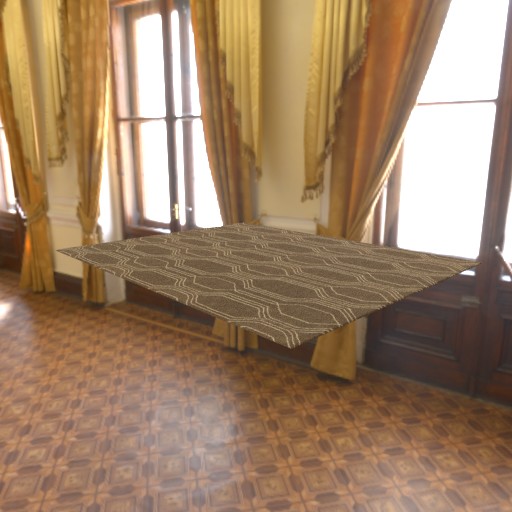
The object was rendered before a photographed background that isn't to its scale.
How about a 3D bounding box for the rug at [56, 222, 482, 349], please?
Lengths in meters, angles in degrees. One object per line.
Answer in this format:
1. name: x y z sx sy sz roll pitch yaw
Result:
1. rug: 0.000 0.000 4.056 2.457 0.012 3.062 -12 18 -42
